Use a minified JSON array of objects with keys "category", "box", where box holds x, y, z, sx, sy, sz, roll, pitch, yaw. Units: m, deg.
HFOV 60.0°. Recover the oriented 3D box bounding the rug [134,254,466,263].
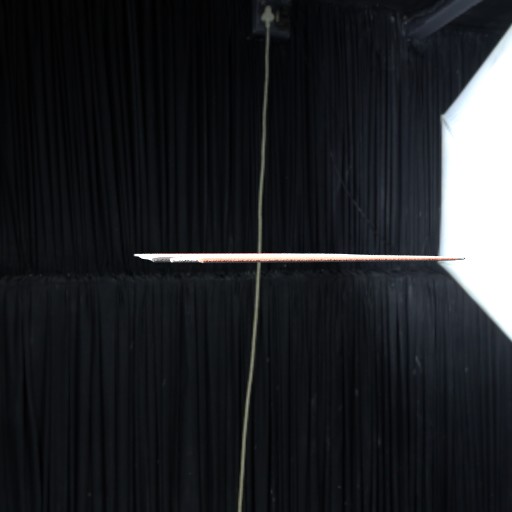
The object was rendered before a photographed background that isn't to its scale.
[{"category":"rug","box":[0.000,0.000,3.024,1.530,0.017,2.446,0,1,-17]}]
